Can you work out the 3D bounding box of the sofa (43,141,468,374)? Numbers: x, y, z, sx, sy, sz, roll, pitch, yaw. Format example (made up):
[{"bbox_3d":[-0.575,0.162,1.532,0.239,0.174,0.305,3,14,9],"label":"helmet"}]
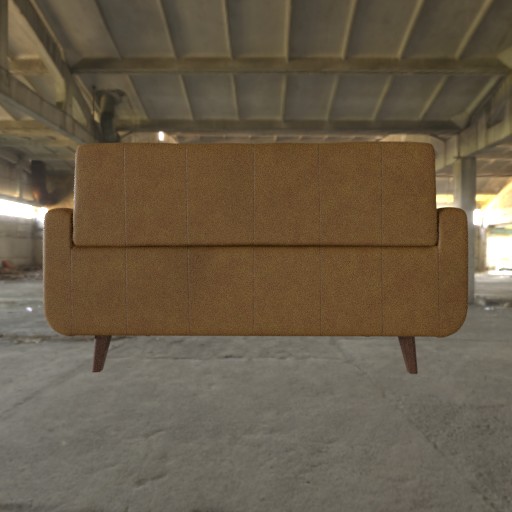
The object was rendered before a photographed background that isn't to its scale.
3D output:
[{"bbox_3d":[0.000,0.000,2.176,1.651,0.925,0.952,0,0,1],"label":"sofa"}]
